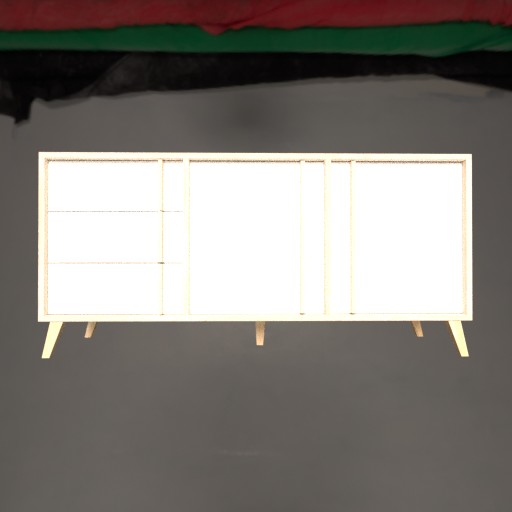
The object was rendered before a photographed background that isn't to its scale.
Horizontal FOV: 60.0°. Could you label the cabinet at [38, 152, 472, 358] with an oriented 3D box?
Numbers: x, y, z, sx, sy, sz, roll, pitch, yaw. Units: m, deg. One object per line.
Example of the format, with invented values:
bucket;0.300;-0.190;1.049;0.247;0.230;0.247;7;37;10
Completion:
cabinet;0.000;0.000;1.935;1.649;0.780;0.500;0;0;-1
